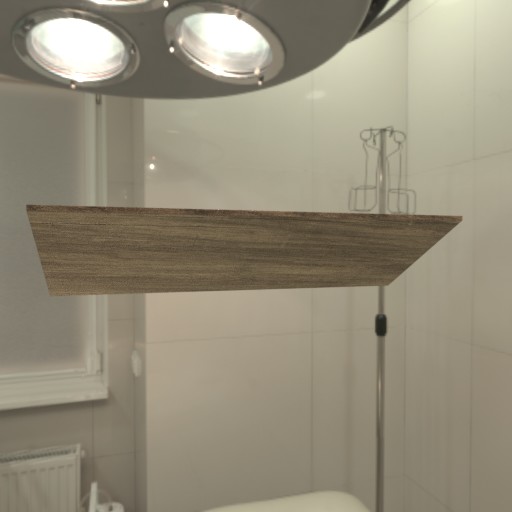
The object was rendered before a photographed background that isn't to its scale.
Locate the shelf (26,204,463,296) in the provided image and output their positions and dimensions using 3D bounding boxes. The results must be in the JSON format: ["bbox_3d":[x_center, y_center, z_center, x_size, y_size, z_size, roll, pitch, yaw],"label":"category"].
[{"bbox_3d":[0.000,0.000,0.690,0.610,0.125,0.200,0,1,-18],"label":"shelf"}]
